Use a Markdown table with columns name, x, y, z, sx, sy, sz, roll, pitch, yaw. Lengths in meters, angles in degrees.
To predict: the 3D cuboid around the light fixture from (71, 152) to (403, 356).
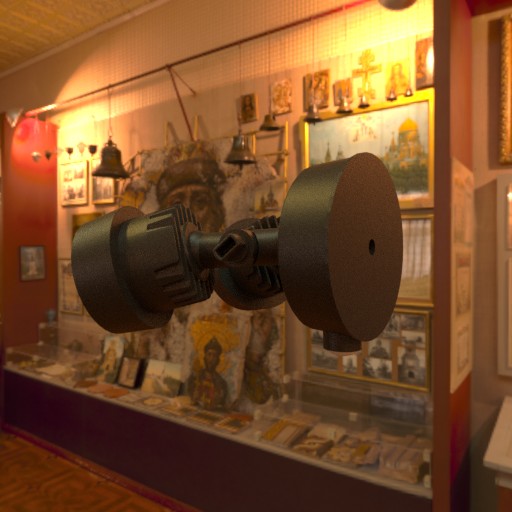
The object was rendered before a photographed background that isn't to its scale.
| name | x | y | z | sx | sy | sz | roll | pitch | yaw |
| --- | --- | --- | --- | --- | --- | --- | --- | --- | --- |
| light fixture | 0.000 | 0.000 | 0.307 | 0.168 | 0.120 | 0.213 | 0 | 1 | 37 |
